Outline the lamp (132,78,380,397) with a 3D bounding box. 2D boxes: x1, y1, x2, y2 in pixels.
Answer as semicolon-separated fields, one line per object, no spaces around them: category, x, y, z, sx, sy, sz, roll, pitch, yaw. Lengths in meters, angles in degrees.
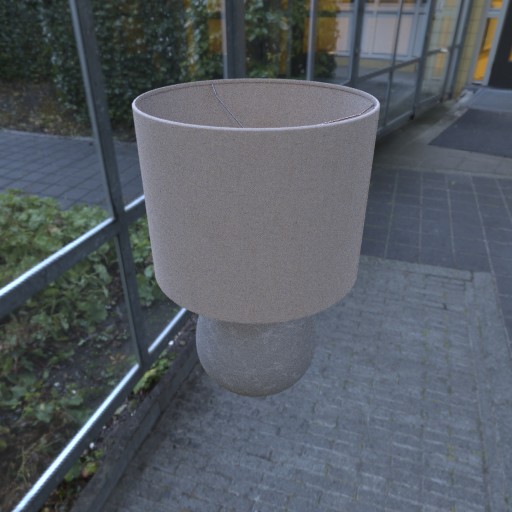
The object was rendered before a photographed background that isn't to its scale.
lamp;0.000;0.000;0.597;0.269;0.409;0.269;18;35;27
